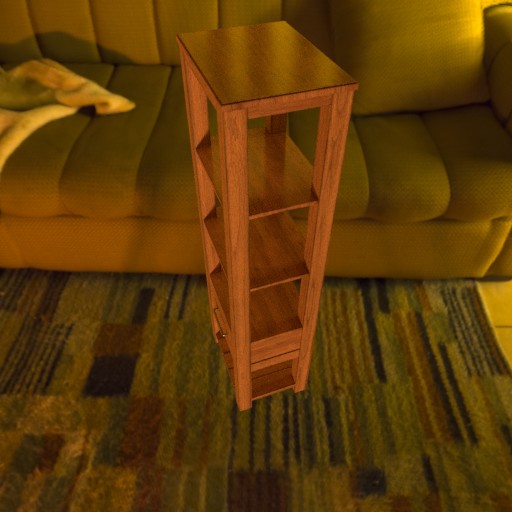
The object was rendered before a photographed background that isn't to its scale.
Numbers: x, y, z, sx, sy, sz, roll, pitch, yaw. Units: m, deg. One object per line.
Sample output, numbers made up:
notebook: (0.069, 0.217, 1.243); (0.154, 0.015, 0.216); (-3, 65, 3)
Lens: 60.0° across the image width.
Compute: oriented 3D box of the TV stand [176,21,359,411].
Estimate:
TV stand: (0.000, 0.000, 2.072); (0.435, 1.828, 0.565); (-14, 47, -14)
